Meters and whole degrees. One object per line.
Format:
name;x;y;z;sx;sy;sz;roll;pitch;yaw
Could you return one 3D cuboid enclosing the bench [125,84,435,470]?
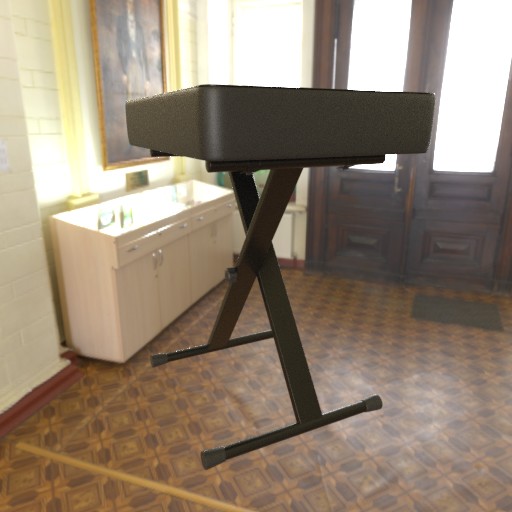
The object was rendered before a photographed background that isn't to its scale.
bench;0.000;0.000;0.745;0.321;0.500;0.424;-8;18;-25
